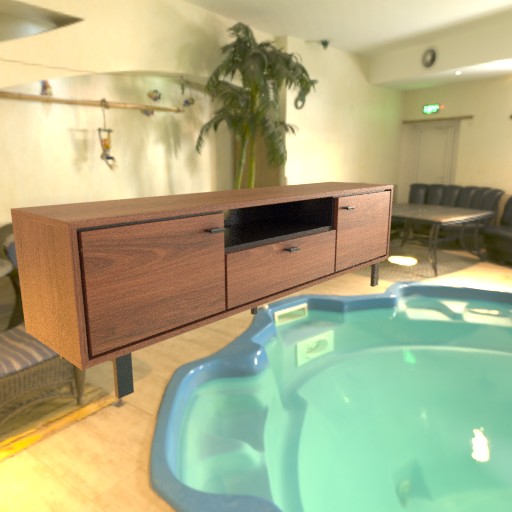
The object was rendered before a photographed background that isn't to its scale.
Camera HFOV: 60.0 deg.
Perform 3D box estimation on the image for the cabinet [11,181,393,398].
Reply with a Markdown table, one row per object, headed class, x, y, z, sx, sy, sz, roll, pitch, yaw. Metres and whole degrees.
| class | x | y | z | sx | sy | sz | roll | pitch | yaw |
| --- | --- | --- | --- | --- | --- | --- | --- | --- | --- |
| cabinet | 0.000 | 0.000 | 1.791 | 0.400 | 0.500 | 1.650 | 12 | 18 | 42 |
